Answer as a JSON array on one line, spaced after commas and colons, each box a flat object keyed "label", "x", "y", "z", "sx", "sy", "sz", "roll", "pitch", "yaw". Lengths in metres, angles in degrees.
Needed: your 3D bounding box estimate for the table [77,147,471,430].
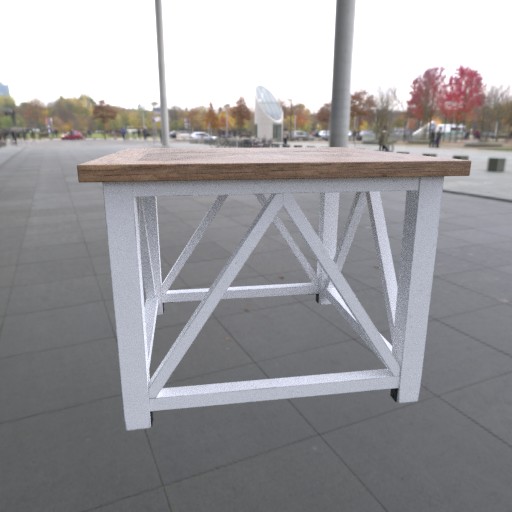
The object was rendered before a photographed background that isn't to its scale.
[{"label": "table", "x": 0.000, "y": 0.000, "z": 1.174, "sx": 0.700, "sy": 0.532, "sz": 0.700, "roll": -3, "pitch": 16, "yaw": -9}]
